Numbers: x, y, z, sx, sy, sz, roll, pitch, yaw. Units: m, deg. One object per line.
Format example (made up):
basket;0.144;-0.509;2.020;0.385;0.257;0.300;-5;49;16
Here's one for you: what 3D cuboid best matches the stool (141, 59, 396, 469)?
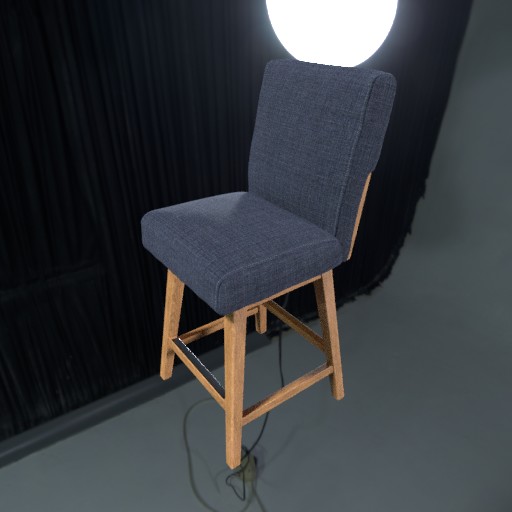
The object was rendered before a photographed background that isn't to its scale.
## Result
stool;0.000;0.000;1.297;0.526;1.010;0.459;-20;35;-31
